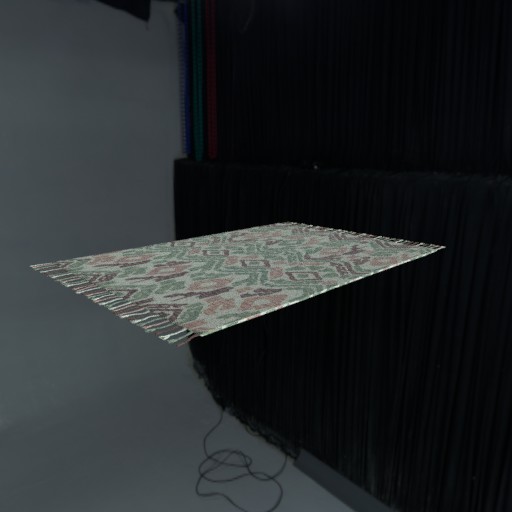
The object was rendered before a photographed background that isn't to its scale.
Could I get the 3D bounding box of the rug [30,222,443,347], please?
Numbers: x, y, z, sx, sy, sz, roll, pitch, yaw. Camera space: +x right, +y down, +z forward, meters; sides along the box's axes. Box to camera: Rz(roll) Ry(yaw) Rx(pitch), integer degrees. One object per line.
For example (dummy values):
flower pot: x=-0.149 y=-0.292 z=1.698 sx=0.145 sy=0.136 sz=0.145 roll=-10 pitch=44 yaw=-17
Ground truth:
rug: x=0.000 y=0.000 z=2.288 sx=1.829 sy=0.010 sz=1.219 roll=-13 pitch=19 yaw=-43
